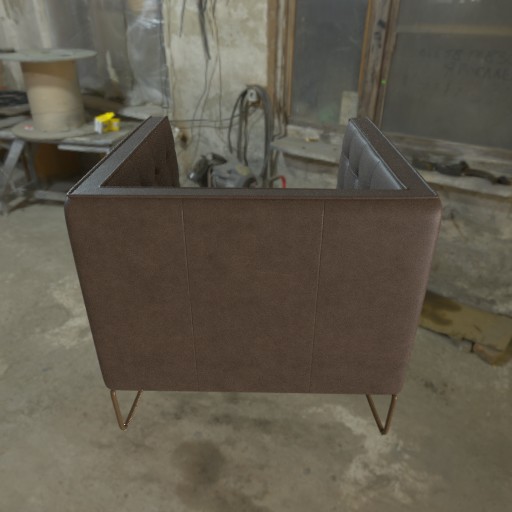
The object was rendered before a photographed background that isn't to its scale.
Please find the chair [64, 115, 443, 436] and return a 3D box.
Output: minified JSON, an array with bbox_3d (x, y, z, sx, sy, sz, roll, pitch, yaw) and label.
[{"bbox_3d":[0.000,0.000,1.544,0.880,0.790,0.894,1,30,1],"label":"chair"}]
